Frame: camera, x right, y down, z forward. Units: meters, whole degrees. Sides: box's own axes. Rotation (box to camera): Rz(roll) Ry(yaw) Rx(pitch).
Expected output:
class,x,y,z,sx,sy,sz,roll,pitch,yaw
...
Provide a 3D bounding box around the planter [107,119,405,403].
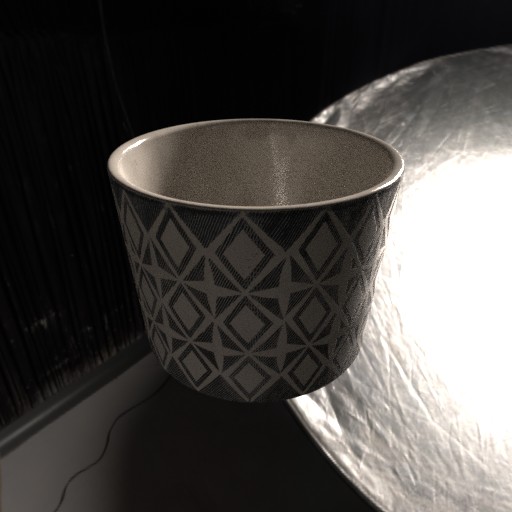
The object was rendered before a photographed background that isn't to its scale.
class,x,y,z,sx,sy,sz,roll,pitch,yaw
planter,0.000,0.000,0.457,0.260,0.220,0.260,0,30,0
